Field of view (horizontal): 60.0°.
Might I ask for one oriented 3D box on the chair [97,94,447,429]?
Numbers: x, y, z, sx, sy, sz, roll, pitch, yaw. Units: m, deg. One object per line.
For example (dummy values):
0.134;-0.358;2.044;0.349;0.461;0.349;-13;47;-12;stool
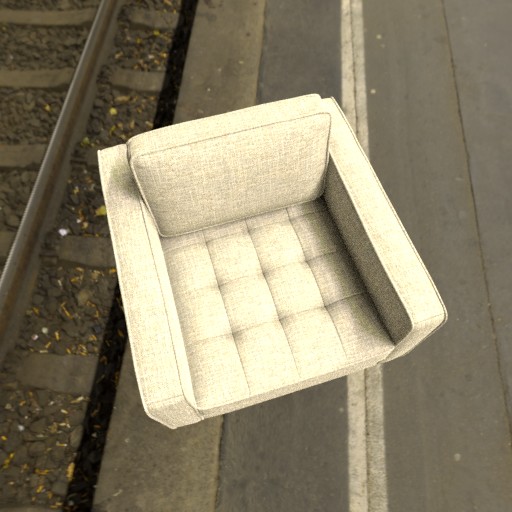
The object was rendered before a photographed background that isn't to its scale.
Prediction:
0.000;0.000;1.545;0.889;0.765;0.914;-15;64;-8;chair
